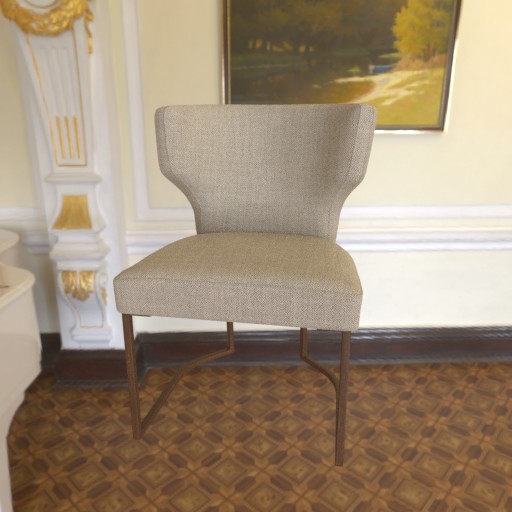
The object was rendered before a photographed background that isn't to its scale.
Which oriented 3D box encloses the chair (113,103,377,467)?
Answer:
[{"bbox_3d":[0.000,0.000,1.230,0.611,0.824,0.617,3,16,10],"label":"chair"}]
